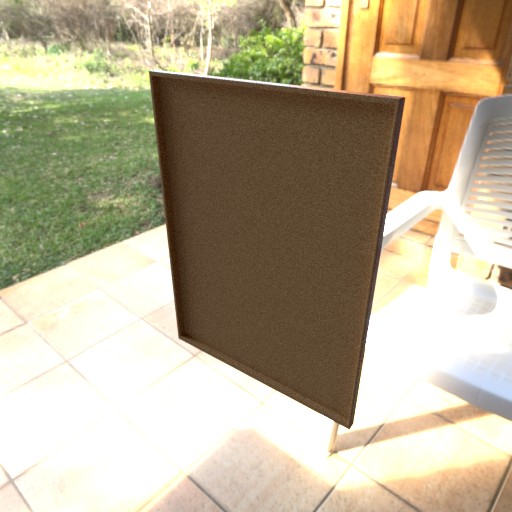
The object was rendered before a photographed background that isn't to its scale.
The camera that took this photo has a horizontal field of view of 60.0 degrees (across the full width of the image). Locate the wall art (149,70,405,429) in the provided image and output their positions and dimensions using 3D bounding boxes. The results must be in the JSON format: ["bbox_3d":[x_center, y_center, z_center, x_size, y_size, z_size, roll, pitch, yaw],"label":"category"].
[{"bbox_3d":[0.000,0.000,1.374,0.762,1.015,0.031,20,35,31],"label":"wall art"}]
